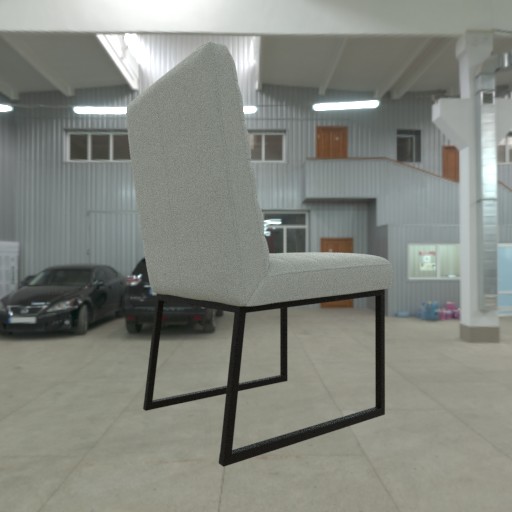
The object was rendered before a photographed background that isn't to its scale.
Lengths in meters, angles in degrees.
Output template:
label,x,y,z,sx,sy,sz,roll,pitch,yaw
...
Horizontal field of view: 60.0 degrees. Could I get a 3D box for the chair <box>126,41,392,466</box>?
label,x,y,z,sx,sy,sz,roll,pitch,yaw
chair,0.000,0.000,1.312,0.634,0.930,0.520,0,0,-36
